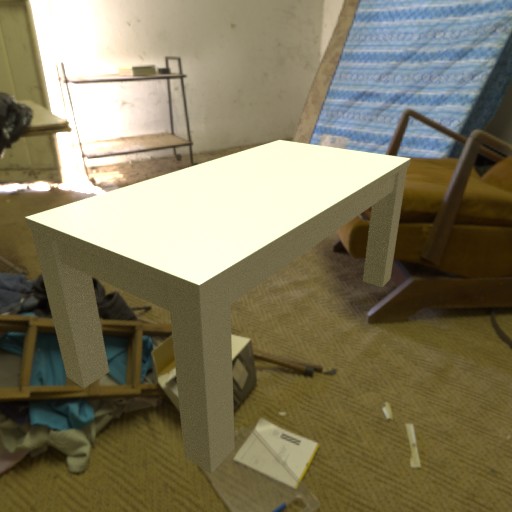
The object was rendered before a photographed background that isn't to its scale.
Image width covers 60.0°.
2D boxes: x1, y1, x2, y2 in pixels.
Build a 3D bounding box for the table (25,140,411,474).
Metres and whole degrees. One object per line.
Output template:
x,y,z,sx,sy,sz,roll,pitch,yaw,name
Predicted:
0.000,0.000,2.299,0.900,0.790,1.800,17,31,32,table
